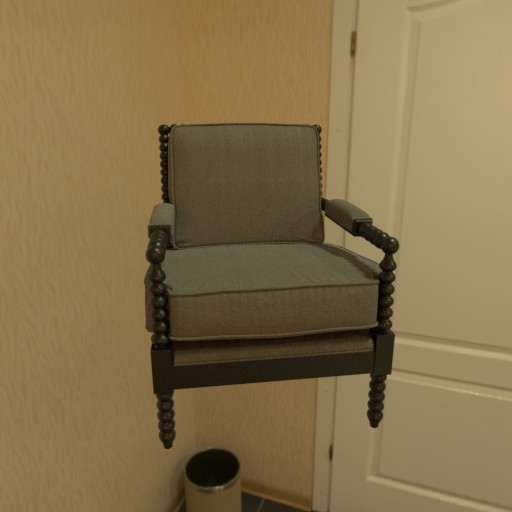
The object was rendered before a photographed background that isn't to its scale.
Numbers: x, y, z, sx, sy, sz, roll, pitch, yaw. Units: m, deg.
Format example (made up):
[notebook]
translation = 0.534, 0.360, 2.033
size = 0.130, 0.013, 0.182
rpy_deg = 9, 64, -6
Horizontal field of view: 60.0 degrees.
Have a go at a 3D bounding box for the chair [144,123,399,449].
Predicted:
[chair]
translation = 0.000, 0.000, 1.143
size = 0.540, 0.661, 0.622
rpy_deg = -2, 16, -8
